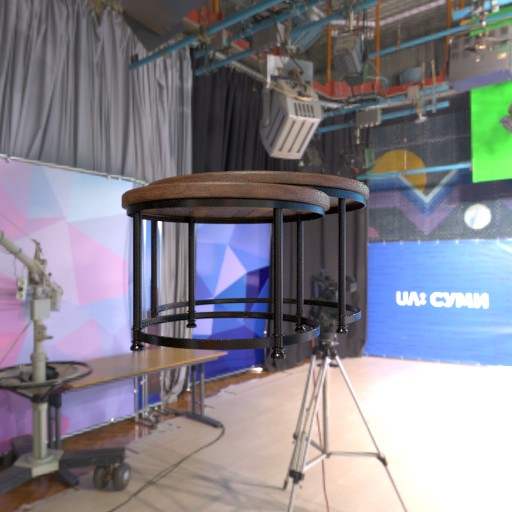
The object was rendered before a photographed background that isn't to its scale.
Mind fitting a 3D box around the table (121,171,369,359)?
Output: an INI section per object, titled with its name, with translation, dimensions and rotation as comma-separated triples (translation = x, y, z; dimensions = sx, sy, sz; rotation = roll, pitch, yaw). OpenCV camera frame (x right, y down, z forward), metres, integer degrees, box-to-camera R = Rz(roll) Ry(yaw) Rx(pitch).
[table]
translation = 0.000, 0.000, 1.630
dimensions = 0.870, 0.516, 1.152
rotation = 0, 0, 1
